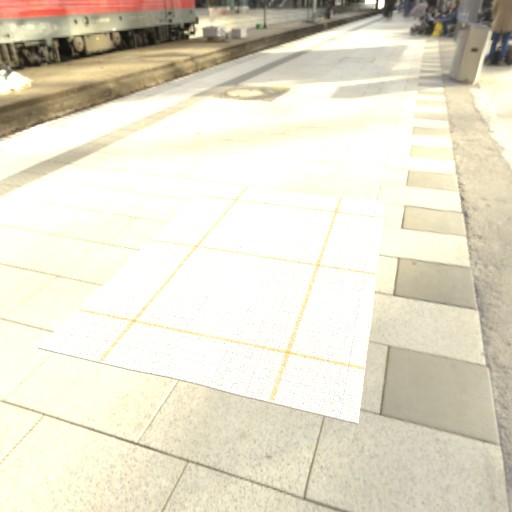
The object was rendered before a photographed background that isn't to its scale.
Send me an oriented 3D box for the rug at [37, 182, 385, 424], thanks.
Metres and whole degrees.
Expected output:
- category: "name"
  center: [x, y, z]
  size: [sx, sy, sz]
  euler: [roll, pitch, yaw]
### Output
- category: "rug"
  center: [0.000, 0.000, 2.316]
  size: [1.232, 0.015, 1.825]
  euler: [9, 32, 14]
